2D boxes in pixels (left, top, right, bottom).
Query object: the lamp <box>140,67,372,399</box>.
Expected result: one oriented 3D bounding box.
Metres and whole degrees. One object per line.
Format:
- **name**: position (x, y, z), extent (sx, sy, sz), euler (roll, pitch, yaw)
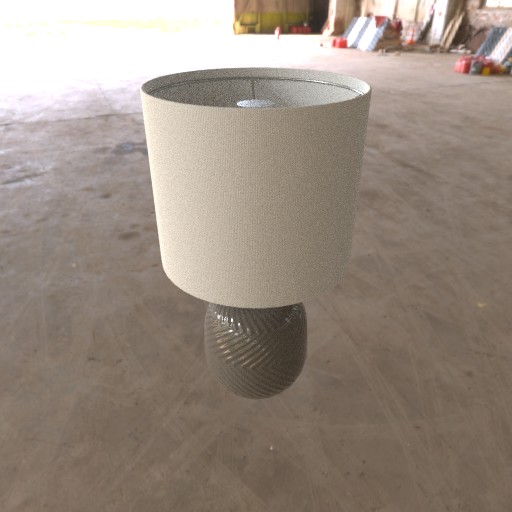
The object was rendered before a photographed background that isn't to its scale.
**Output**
- **lamp**: position (0.000, 0.000, 0.498), extent (0.207, 0.366, 0.207), euler (-1, 31, -2)
